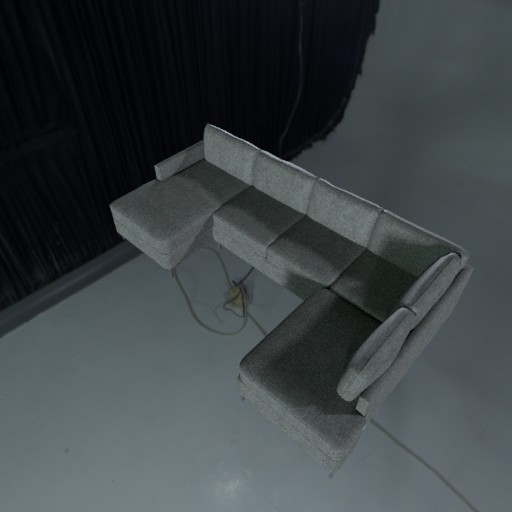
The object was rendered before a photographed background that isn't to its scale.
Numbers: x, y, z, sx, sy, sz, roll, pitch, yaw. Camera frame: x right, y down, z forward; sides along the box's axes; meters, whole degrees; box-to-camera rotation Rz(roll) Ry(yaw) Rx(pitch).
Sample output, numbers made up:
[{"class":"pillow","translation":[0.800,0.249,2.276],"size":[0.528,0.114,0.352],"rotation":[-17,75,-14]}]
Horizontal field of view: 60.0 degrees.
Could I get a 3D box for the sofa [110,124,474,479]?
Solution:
[{"class":"sofa","translation":[0.000,0.000,4.321],"size":[3.423,0.999,2.048],"rotation":[33,54,28]}]
